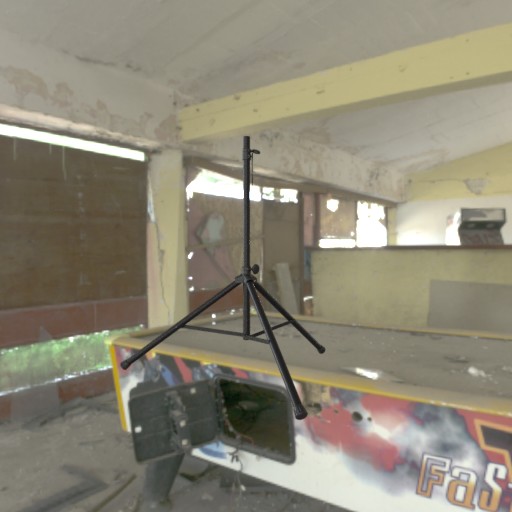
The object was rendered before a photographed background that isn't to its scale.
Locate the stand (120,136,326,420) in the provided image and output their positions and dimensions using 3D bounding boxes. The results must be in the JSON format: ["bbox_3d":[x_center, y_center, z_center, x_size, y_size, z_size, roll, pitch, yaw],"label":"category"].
[{"bbox_3d":[0.000,0.000,2.757,1.596,1.595,1.339,0,0,-18],"label":"stand"}]
